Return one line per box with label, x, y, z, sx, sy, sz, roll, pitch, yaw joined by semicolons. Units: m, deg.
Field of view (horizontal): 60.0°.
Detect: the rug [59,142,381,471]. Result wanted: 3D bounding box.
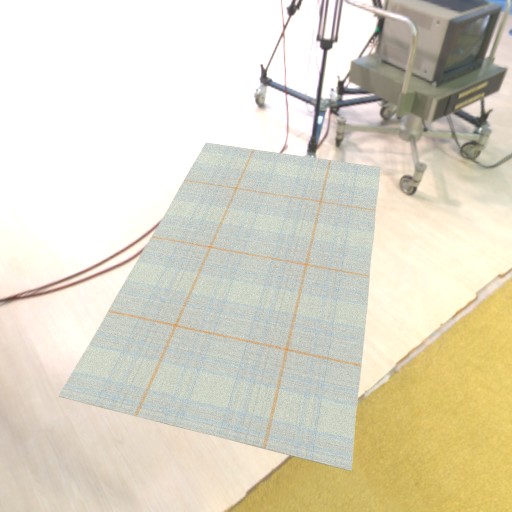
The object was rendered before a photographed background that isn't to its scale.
rug;0.000;0.000;2.998;1.527;0.016;2.442;10;48;9
